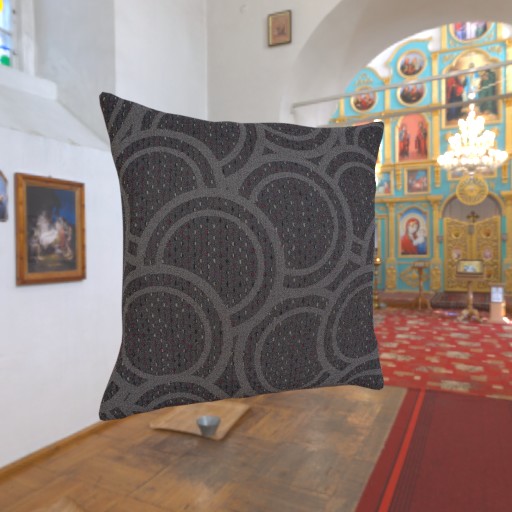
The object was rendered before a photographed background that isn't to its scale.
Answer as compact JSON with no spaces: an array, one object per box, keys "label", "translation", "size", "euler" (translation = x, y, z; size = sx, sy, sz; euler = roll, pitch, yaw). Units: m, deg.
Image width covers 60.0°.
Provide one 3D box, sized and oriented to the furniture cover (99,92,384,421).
[{"label":"furniture cover","translation":[0.000,0.000,0.768],"size":[0.514,0.513,0.163],"euler":[0,0,-19]}]
